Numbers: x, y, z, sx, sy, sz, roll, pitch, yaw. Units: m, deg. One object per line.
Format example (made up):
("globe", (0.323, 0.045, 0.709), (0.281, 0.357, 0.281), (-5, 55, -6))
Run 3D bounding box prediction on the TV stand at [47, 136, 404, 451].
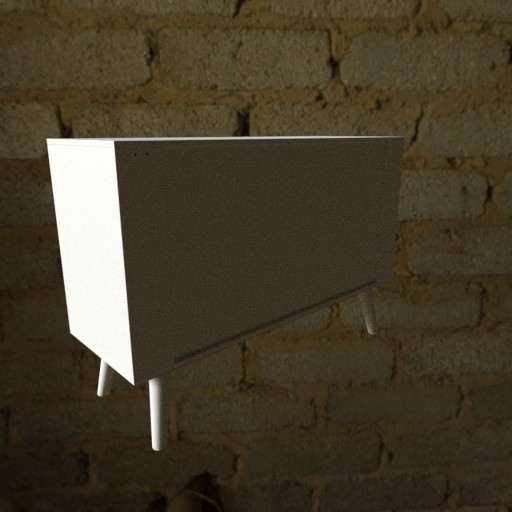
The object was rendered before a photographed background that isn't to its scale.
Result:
("TV stand", (0.000, 0.000, 1.574), (1.193, 0.812, 0.406), (-14, 21, -41))
